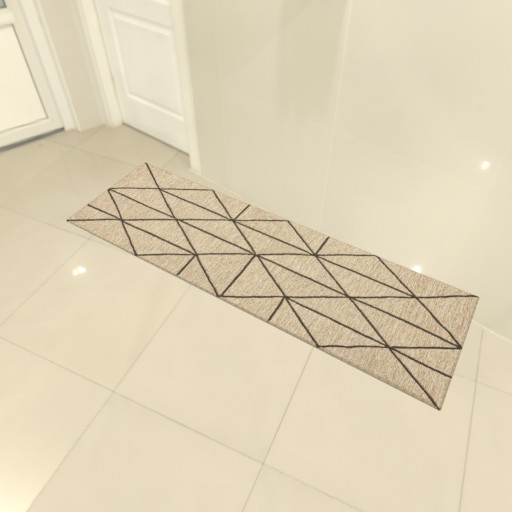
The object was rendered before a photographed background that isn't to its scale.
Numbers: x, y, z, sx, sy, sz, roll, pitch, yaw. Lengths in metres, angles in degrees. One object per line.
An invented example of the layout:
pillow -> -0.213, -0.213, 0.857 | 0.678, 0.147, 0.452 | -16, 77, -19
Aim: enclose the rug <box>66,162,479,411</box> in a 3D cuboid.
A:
rug -> 0.000, 0.000, 2.670 | 2.438, 0.012, 0.762 | 24, 51, 21
